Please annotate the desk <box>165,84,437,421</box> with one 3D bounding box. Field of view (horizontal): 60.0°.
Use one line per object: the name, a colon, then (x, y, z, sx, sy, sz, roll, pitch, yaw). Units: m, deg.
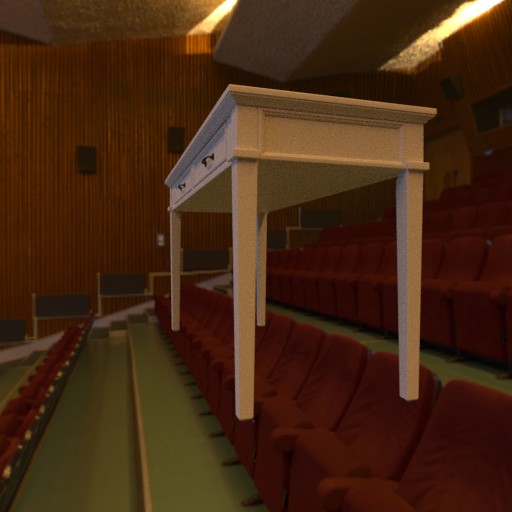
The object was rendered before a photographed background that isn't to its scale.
desk: (0.000, 0.000, 1.730, 0.559, 0.774, 1.372, 0, 0, -17)
